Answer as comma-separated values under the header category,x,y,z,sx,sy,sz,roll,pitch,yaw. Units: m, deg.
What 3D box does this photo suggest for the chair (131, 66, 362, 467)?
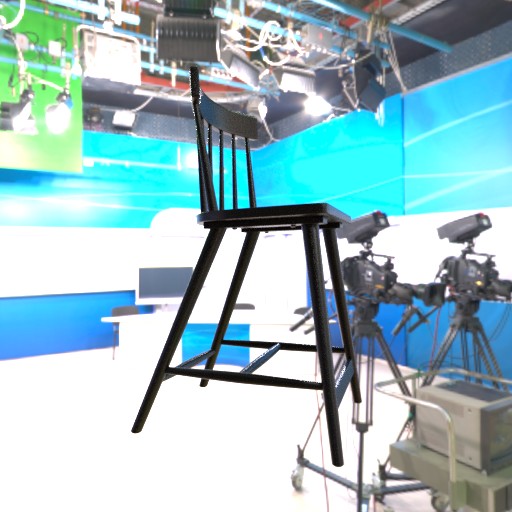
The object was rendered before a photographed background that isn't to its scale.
category,x,y,z,sx,sy,sz,roll,pitch,yaw
chair,0.000,0.000,1.301,0.572,0.952,0.483,0,1,19
